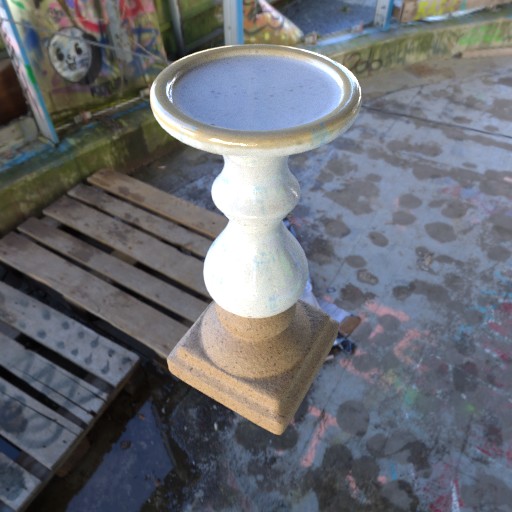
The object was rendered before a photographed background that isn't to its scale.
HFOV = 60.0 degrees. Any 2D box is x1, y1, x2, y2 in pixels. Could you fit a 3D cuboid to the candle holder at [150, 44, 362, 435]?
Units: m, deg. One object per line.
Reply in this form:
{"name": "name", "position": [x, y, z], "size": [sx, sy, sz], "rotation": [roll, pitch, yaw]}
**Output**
{"name": "candle holder", "position": [0.000, 0.000, 0.298], "size": [0.110, 0.239, 0.110], "rotation": [23, 50, 21]}
